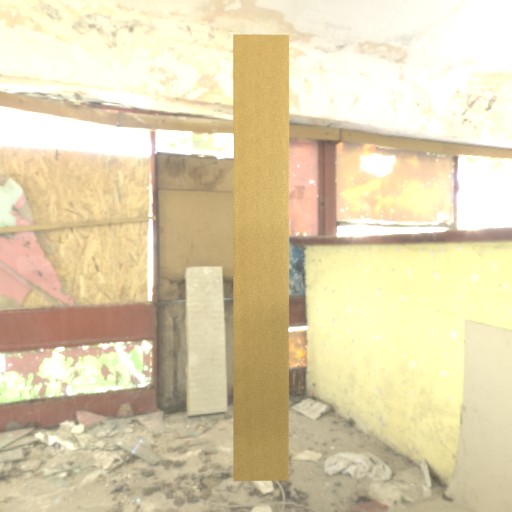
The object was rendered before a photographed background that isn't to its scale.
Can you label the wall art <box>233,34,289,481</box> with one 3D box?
[{"bbox_3d":[0.000,0.000,0.455,0.038,0.305,0.304,0,1,-1],"label":"wall art"}]
